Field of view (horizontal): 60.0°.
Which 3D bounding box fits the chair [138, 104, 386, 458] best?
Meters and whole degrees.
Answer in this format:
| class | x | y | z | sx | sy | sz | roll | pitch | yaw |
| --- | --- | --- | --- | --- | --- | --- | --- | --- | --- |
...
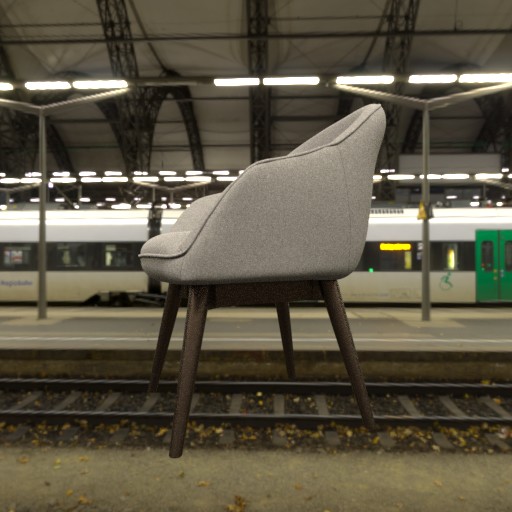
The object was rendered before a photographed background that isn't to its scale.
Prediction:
| class | x | y | z | sx | sy | sz | roll | pitch | yaw |
| --- | --- | --- | --- | --- | --- | --- | --- | --- | --- |
| chair | 0.000 | 0.000 | 1.197 | 0.611 | 0.810 | 0.589 | 0 | 0 | -19 |
